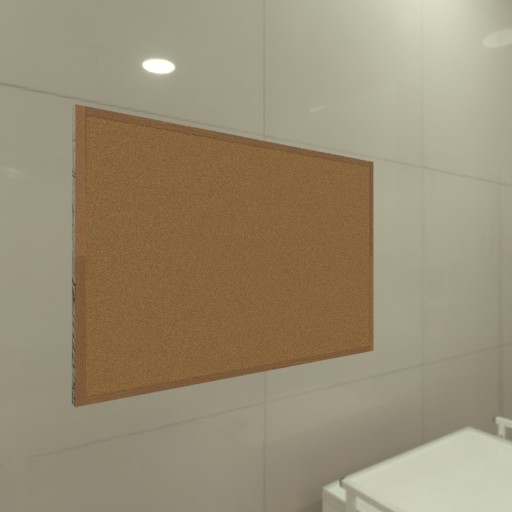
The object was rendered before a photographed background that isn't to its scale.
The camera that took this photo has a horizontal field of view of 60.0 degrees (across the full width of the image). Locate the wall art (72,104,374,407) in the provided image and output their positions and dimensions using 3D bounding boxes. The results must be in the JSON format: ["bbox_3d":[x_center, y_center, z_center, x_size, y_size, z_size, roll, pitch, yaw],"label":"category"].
[{"bbox_3d":[0.000,0.000,1.457,1.141,0.758,0.035,0,0,-36],"label":"wall art"}]
